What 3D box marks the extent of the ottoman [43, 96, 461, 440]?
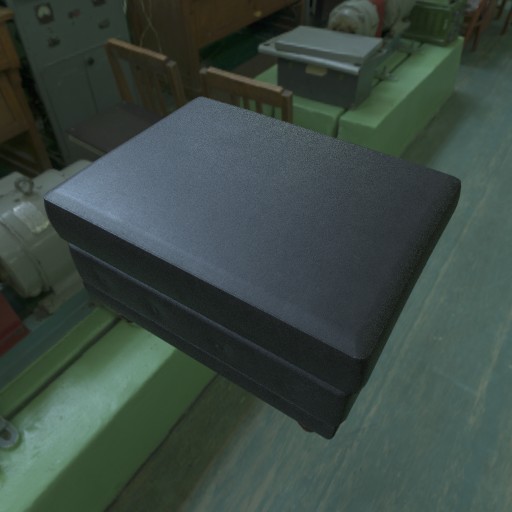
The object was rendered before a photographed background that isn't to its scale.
[{"bbox_3d":[0.000,0.000,1.162,0.795,0.498,0.590,25,51,22],"label":"ottoman"}]
